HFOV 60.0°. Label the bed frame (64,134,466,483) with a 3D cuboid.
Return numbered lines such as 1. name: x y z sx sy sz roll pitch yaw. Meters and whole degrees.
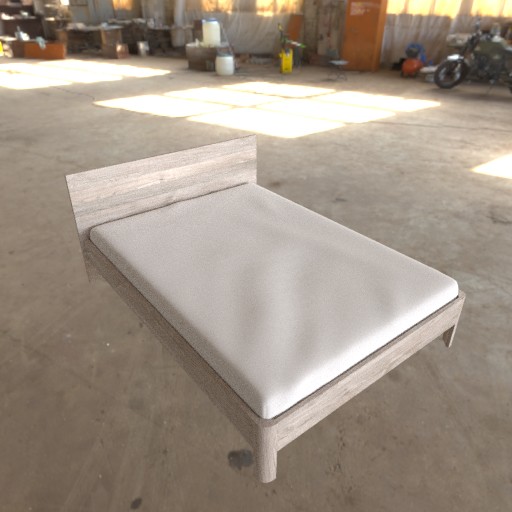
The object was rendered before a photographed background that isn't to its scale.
1. bed frame: 0.000 0.000 2.680 1.490 0.800 1.950 -22 37 -32
